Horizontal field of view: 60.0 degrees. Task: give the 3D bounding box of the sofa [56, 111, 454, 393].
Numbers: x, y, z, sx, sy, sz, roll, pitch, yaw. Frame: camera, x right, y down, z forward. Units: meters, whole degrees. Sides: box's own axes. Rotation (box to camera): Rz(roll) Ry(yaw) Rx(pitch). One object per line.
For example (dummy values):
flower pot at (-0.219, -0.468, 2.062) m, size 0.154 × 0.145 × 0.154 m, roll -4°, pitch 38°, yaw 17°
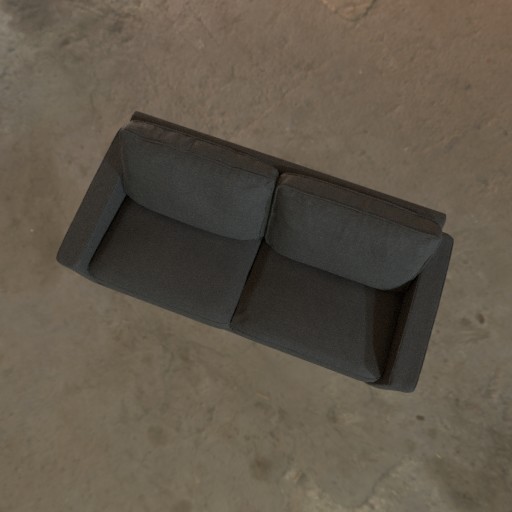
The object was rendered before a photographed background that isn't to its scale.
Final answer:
sofa at (0.000, 0.000, 2.602) m, size 2.080 × 0.919 × 0.940 m, roll 20°, pitch 76°, yaw 5°
